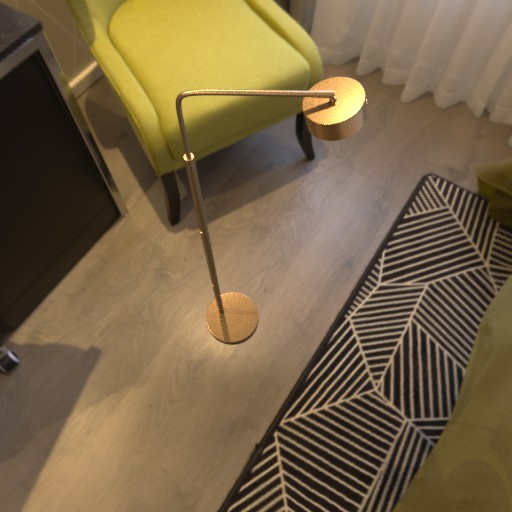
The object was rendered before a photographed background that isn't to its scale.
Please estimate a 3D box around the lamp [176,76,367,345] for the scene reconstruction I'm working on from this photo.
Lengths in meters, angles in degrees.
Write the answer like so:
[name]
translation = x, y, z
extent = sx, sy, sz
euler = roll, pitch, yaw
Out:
[lamp]
translation = 0.000, 0.000, 1.339
extent = 0.418, 1.230, 0.219
euler = 2, 63, 1
